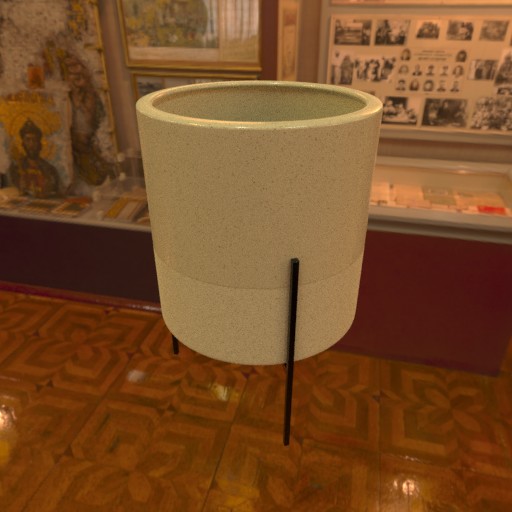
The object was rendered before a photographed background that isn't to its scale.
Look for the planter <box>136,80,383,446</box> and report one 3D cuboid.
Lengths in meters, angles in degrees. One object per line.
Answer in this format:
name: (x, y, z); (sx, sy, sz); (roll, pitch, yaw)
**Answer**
planter: (0.000, 0.000, 0.694); (0.323, 0.475, 0.314); (8, 30, 14)
